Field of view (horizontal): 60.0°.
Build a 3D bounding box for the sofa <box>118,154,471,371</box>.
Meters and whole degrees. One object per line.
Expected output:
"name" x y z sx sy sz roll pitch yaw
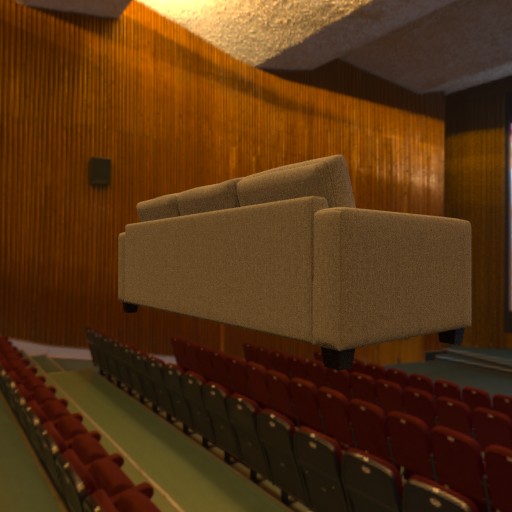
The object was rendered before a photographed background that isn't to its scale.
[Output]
"sofa" 0.000 0.000 2.596 0.900 0.800 2.120 0 0 -37
